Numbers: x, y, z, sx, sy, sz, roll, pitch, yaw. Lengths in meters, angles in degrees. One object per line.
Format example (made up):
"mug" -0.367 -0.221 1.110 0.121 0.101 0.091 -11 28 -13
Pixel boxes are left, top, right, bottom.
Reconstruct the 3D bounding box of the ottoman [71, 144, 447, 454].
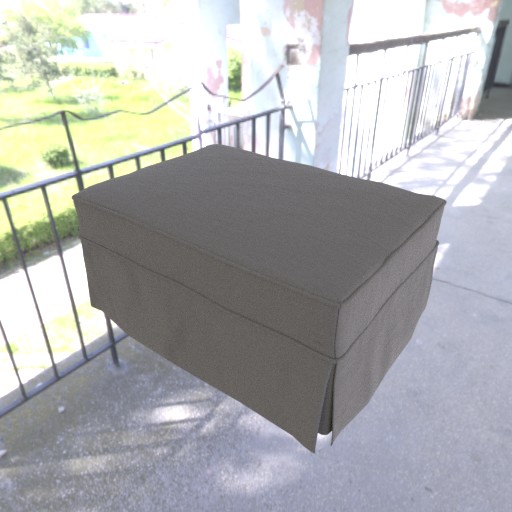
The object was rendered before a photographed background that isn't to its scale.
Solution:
"ottoman" 0.000 0.000 1.370 0.944 0.479 0.703 21 36 32
